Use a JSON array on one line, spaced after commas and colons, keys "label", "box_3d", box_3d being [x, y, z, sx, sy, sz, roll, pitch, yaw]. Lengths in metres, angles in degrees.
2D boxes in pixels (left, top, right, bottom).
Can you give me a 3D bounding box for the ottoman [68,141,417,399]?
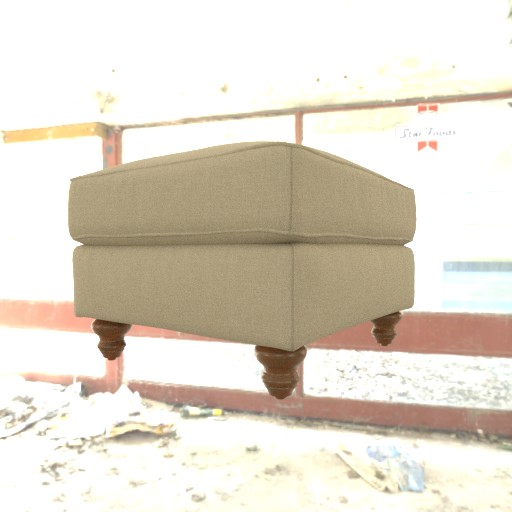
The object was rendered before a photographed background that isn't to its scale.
[{"label": "ottoman", "box_3d": [0.000, 0.000, 1.159, 0.662, 0.505, 0.716, 0, 1, 35]}]
